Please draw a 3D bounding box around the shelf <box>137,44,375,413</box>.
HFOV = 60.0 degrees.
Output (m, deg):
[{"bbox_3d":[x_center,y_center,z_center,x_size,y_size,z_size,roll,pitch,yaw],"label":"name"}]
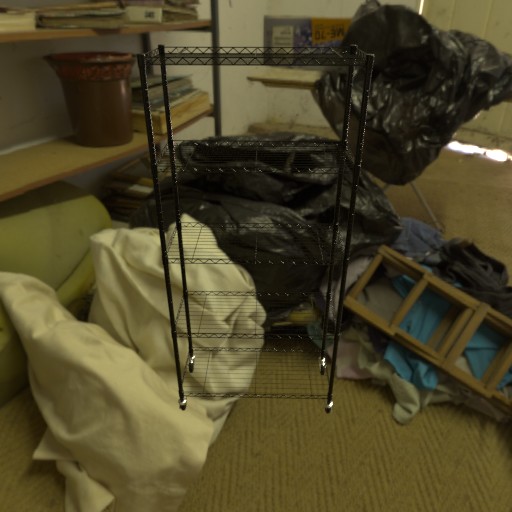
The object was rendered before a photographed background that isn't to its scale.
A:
[{"bbox_3d":[0.000,0.000,1.937,0.762,1.645,0.356,1,30,1],"label":"shelf"}]
